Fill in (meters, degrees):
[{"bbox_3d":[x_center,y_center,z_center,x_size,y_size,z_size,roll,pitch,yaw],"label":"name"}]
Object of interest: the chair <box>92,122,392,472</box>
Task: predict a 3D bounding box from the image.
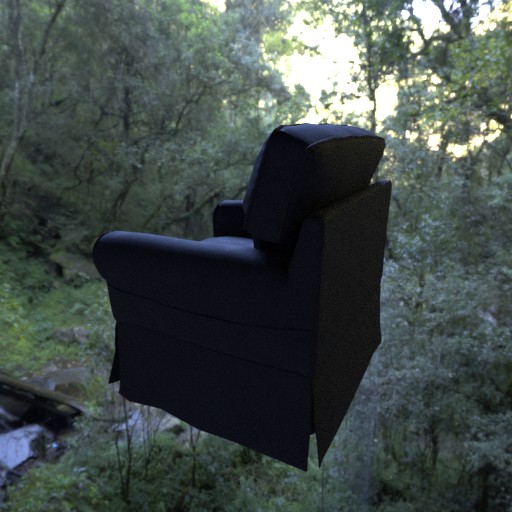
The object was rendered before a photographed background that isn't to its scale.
[{"bbox_3d":[0.000,0.000,1.990,1.002,1.140,1.119,8,18,26],"label":"chair"}]
